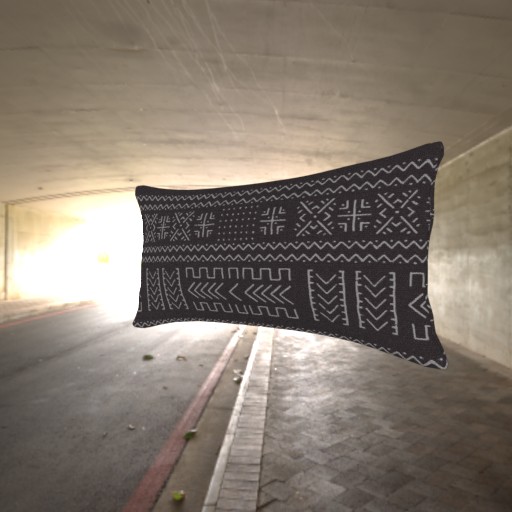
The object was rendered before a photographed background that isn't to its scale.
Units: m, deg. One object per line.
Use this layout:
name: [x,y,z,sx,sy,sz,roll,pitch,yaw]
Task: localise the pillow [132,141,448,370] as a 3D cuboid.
pillow: [0.000,0.000,0.816,0.667,0.322,0.135,0,-1,35]
